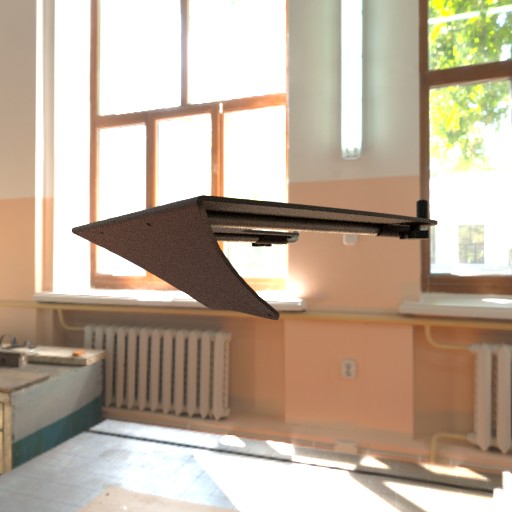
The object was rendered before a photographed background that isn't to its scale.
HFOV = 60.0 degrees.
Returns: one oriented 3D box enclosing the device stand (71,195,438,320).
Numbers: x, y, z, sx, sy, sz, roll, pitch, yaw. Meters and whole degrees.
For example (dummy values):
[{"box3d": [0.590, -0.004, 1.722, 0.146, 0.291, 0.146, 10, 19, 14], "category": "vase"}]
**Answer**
[{"box3d": [0.000, 0.000, 0.359, 0.230, 0.092, 0.230, 1, -1, -36], "category": "device stand"}]
